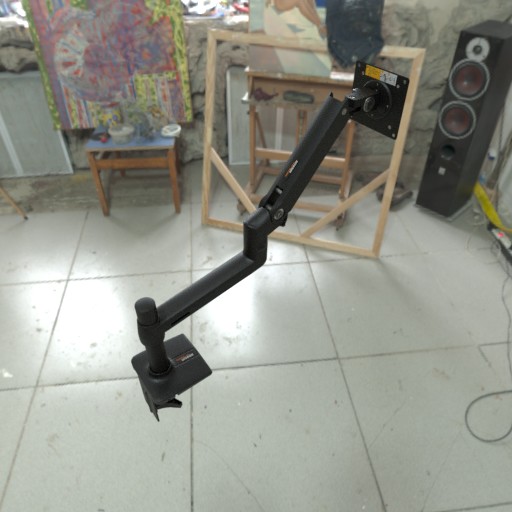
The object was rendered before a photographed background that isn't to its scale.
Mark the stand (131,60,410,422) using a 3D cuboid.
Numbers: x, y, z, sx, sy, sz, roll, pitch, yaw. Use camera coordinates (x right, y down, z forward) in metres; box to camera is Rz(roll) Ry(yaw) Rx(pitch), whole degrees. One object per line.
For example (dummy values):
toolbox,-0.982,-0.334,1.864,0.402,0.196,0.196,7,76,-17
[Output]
stand,0.000,0.000,1.020,0.650,0.713,0.152,-25,47,-26
